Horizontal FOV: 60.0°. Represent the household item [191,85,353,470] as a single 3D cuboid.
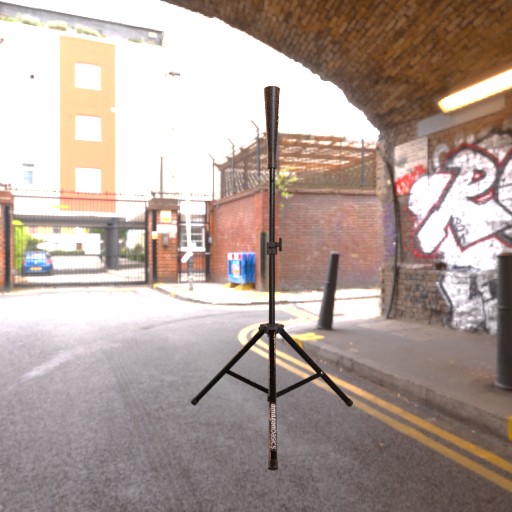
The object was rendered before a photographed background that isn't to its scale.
[{"bbox_3d":[0.000,0.000,1.388,0.559,1.067,0.559,0,0,17],"label":"household item"}]
